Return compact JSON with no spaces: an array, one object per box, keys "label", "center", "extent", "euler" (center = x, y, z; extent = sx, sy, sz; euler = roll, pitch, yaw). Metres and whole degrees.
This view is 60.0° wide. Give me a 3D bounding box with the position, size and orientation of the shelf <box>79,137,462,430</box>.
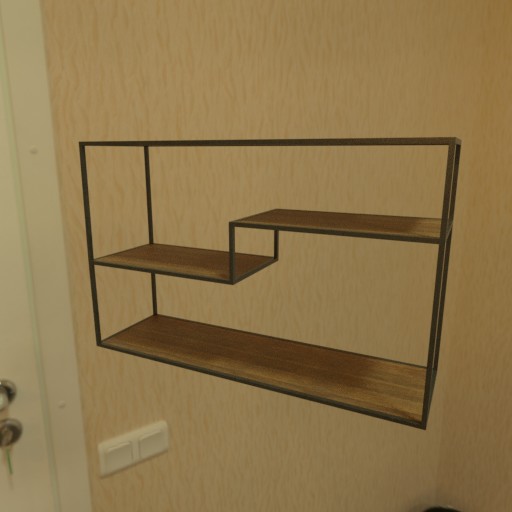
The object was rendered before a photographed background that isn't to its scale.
[{"label":"shelf","center":[0.000,0.000,1.522],"extent":[1.201,0.765,0.361],"euler":[7,15,25]}]
